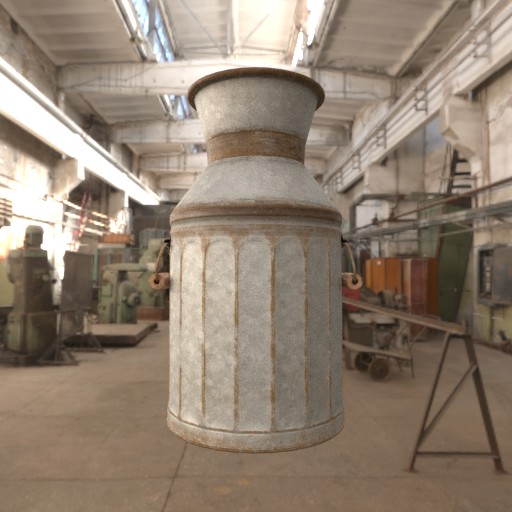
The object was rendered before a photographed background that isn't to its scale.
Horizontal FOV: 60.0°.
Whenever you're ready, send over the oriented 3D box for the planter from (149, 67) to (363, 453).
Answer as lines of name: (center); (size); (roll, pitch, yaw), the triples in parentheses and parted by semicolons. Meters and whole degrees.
planter: (0.000, 0.000, 0.546); (0.245, 0.396, 0.214); (0, -2, 1)
